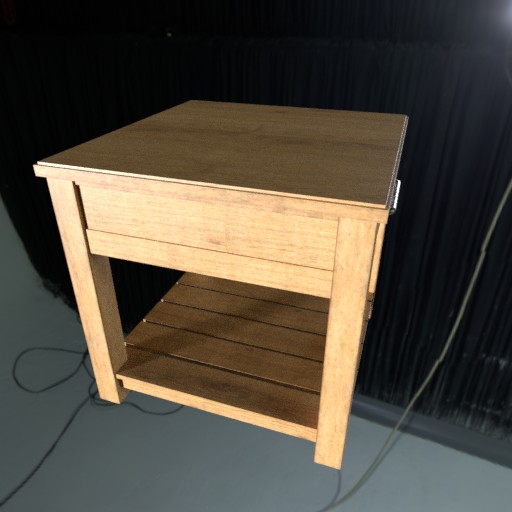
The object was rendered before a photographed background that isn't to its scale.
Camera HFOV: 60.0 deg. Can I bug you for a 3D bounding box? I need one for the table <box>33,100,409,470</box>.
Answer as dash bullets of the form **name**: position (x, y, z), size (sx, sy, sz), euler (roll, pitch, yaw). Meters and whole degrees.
- **table**: position (0.000, 0.000, 1.085), size (0.612, 0.593, 0.616), euler (10, 31, 16)
